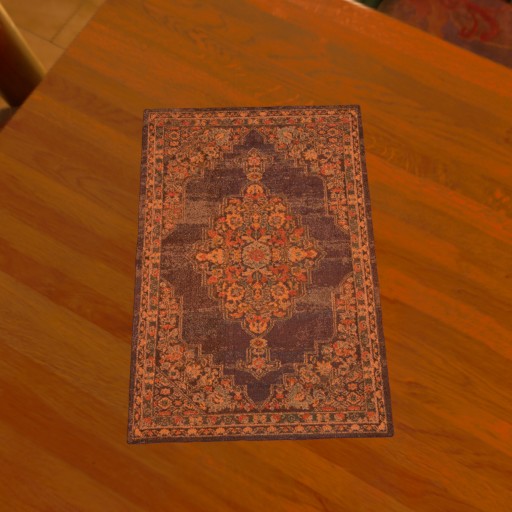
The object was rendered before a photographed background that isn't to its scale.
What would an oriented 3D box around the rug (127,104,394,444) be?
[{"bbox_3d":[0.000,0.000,3.785,2.053,0.011,2.940,-1,74,0],"label":"rug"}]
